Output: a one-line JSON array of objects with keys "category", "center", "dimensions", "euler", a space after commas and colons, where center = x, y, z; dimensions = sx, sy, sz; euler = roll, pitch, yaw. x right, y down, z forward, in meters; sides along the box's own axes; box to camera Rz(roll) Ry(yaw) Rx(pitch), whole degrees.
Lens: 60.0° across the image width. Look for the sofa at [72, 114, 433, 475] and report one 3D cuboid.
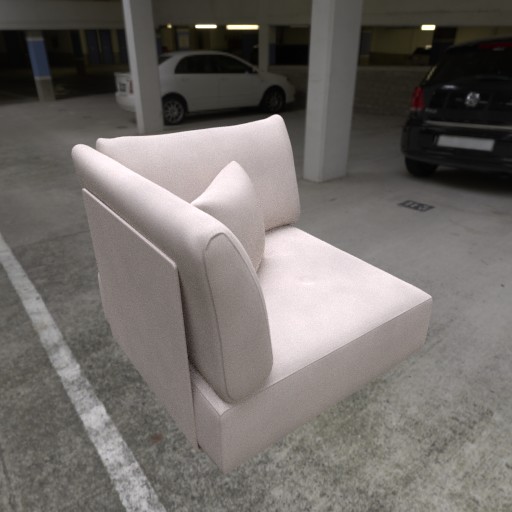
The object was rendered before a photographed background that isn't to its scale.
[{"category": "sofa", "center": [0.000, 0.000, 1.685], "dimensions": [1.000, 0.820, 1.000], "euler": [-19, 33, -32]}]
